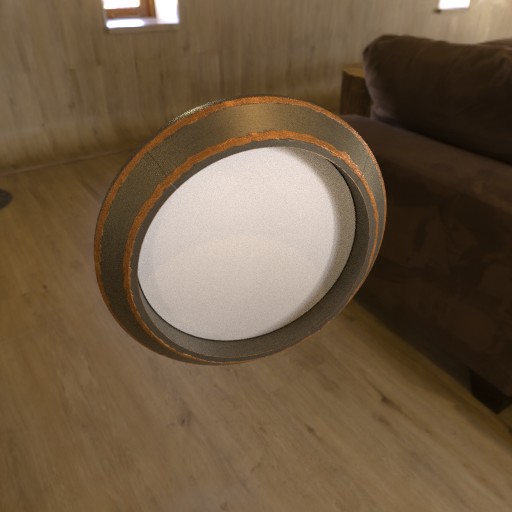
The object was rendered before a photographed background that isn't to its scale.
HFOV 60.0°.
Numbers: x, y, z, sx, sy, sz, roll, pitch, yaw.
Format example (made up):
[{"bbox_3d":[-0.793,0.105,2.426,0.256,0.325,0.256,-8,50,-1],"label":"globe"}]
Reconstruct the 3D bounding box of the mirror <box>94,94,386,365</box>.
[{"bbox_3d":[0.000,0.000,1.323,0.907,0.907,0.111,-10,34,-16],"label":"mirror"}]
